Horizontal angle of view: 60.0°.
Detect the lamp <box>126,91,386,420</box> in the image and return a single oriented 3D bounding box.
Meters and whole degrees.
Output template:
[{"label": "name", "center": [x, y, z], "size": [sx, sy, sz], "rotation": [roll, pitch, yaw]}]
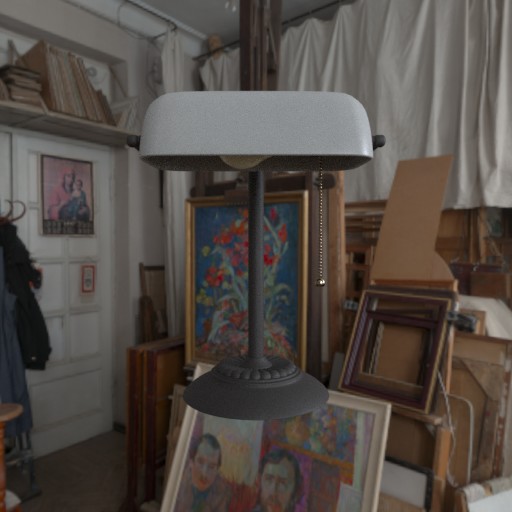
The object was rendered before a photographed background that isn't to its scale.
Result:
[{"label": "lamp", "center": [0.000, 0.000, 0.513], "size": [0.264, 0.339, 0.243], "rotation": [0, 1, 0]}]
